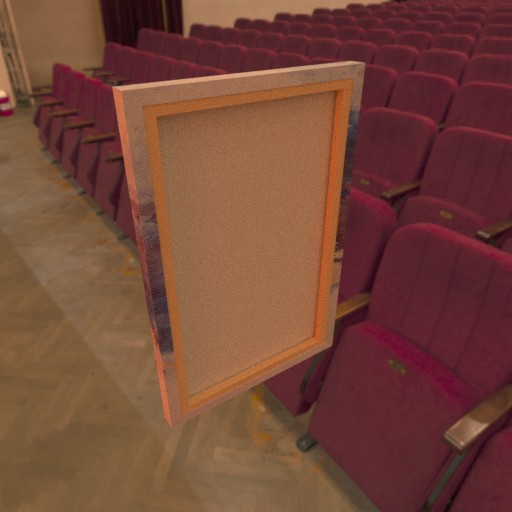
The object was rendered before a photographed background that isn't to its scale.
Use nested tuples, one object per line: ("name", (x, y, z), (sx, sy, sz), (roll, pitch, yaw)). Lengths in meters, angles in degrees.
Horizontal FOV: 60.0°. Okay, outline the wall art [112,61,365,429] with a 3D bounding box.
("wall art", (0.000, 0.000, 1.133), (0.583, 0.874, 0.048), (-19, 36, -29))
